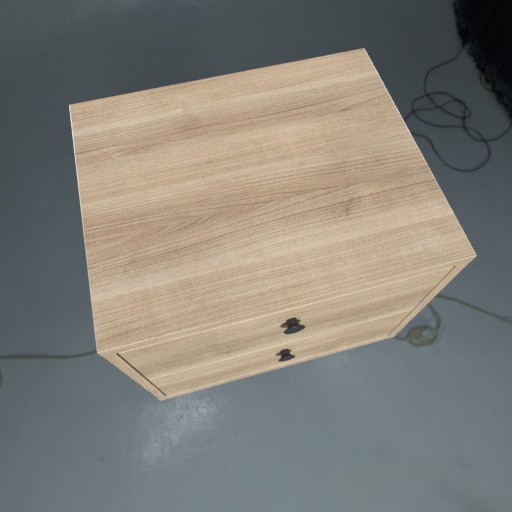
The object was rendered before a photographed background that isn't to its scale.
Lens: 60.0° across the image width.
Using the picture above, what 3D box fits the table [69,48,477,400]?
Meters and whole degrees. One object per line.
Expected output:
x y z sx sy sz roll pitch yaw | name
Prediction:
0.000 0.000 0.778 0.445 0.460 0.380 -14 65 -7 | table
